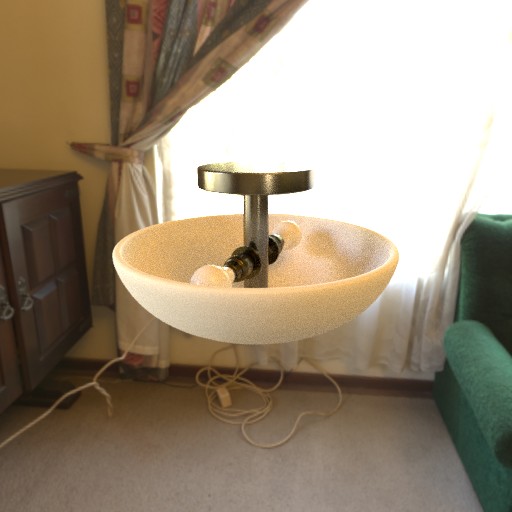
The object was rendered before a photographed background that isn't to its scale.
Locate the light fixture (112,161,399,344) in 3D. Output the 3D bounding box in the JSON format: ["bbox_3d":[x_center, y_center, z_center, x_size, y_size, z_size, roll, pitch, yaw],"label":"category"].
[{"bbox_3d":[0.000,0.000,0.538,0.330,0.214,0.330,0,17,0],"label":"light fixture"}]
